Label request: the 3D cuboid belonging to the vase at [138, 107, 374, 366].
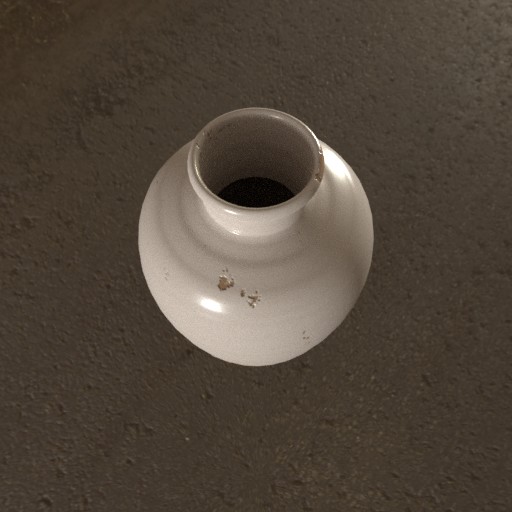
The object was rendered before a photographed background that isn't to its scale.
[{"bbox_3d":[0.000,0.000,0.329,0.158,0.228,0.158,0,63,0],"label":"vase"}]
